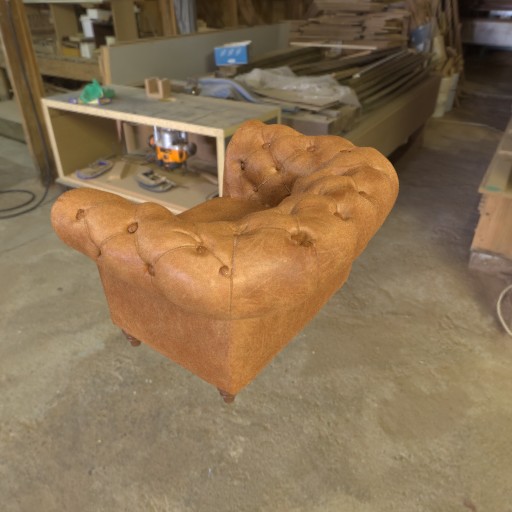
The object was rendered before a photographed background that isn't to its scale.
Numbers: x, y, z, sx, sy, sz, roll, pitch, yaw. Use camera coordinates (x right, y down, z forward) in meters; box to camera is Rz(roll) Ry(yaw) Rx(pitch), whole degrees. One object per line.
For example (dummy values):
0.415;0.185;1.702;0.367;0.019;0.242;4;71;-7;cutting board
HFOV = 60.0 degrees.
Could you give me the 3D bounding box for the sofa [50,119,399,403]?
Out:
0.000;0.000;2.057;1.033;0.878;1.405;21;37;29;sofa
